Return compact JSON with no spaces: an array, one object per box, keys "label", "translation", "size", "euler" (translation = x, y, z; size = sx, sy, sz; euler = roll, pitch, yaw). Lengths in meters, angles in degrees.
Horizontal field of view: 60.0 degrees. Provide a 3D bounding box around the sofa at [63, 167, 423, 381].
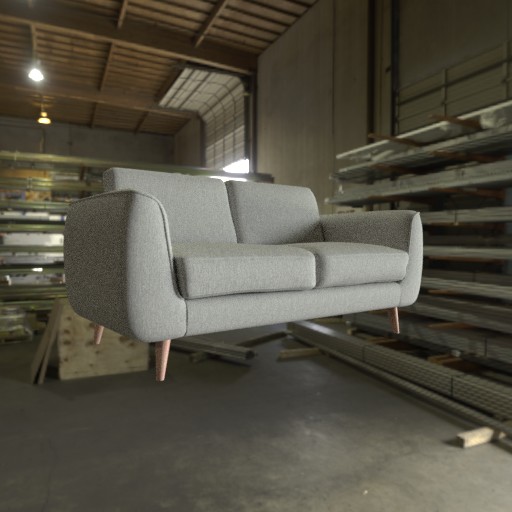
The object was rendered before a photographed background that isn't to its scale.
[{"label":"sofa","translation":[0.000,0.000,2.258],"size":[1.700,0.850,0.920],"euler":[-1,2,-37]}]
